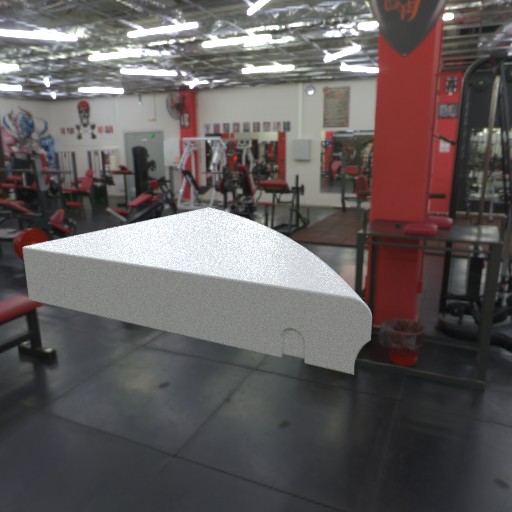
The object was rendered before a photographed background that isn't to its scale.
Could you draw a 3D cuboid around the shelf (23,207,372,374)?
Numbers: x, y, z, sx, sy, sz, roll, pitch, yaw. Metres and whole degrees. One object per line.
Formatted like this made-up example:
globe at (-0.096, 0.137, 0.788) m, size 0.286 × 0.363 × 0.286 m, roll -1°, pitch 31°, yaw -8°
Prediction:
shelf at (0.000, 0.000, 0.464) m, size 0.310 × 0.050 × 0.310 m, roll 7°, pitch 15°, yaw 26°
